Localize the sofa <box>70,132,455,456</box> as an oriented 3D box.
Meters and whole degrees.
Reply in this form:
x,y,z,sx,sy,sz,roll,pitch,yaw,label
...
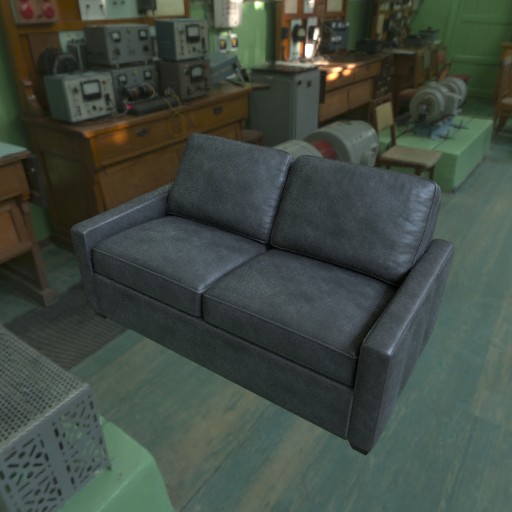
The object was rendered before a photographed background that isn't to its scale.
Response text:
x,y,z,sx,sy,sz,roll,pitch,yaw,label
0.000,0.000,2.275,1.732,0.916,0.939,19,35,28,sofa
